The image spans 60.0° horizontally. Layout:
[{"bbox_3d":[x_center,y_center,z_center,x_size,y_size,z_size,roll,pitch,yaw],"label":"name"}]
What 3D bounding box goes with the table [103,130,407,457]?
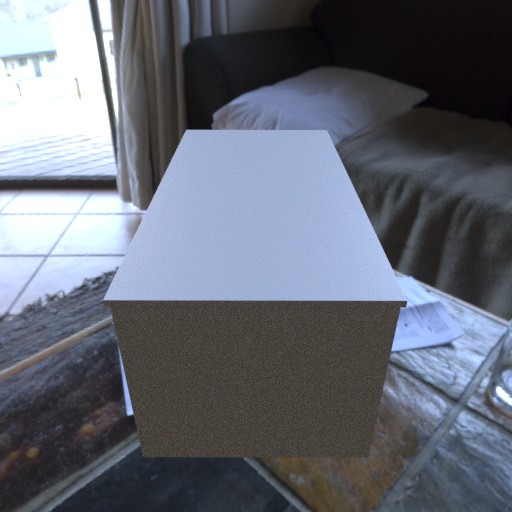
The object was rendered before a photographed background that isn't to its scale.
[{"bbox_3d":[0.000,0.000,1.267,0.500,0.441,1.000,0,32,0],"label":"table"}]
